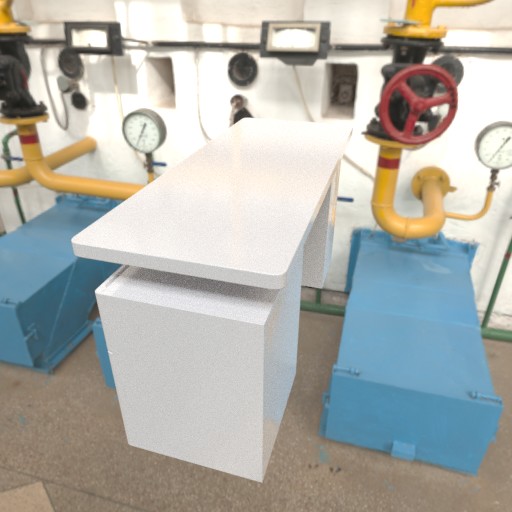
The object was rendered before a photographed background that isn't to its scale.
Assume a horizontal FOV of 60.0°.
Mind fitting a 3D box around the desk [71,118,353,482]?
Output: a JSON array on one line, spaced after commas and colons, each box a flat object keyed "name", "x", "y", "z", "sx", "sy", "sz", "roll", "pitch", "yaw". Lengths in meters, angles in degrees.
[{"name": "desk", "x": 0.000, "y": 0.000, "z": 1.790, "sx": 0.550, "sy": 0.762, "sz": 1.400, "roll": 9, "pitch": 31, "yaw": 15}]
